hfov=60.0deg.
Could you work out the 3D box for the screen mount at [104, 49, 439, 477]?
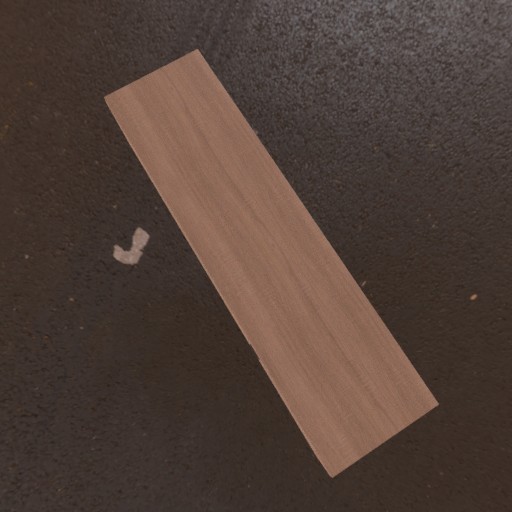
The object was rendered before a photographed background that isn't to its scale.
[{"bbox_3d":[0.000,0.000,1.740,0.401,0.509,1.500,-31,78,-7],"label":"screen mount"}]
